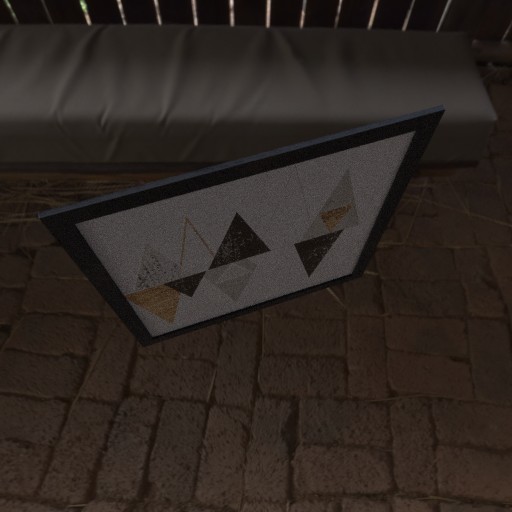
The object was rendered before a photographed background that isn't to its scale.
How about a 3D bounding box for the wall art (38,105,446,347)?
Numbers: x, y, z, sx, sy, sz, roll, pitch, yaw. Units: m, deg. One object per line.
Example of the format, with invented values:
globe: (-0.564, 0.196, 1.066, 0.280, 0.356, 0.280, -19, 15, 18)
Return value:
wall art: (0.000, 0.000, 1.221, 0.823, 0.823, 0.013, -17, 64, -9)
